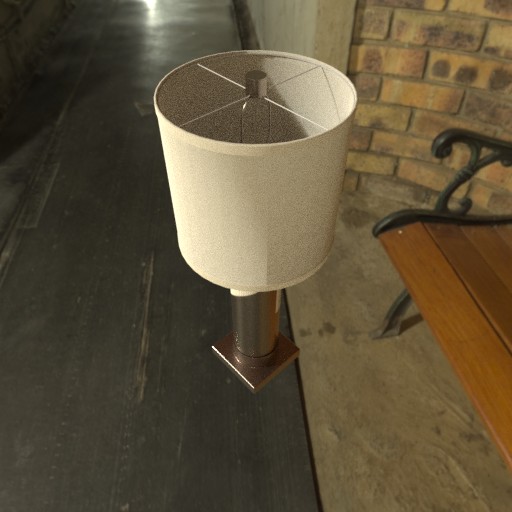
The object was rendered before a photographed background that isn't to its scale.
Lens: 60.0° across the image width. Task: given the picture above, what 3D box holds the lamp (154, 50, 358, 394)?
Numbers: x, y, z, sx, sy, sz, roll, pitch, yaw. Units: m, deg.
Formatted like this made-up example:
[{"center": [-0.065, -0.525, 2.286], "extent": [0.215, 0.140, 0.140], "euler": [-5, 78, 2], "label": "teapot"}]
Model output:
[{"center": [0.000, 0.000, 0.615], "extent": [0.202, 0.509, 0.202], "euler": [-34, 55, -28], "label": "lamp"}]
